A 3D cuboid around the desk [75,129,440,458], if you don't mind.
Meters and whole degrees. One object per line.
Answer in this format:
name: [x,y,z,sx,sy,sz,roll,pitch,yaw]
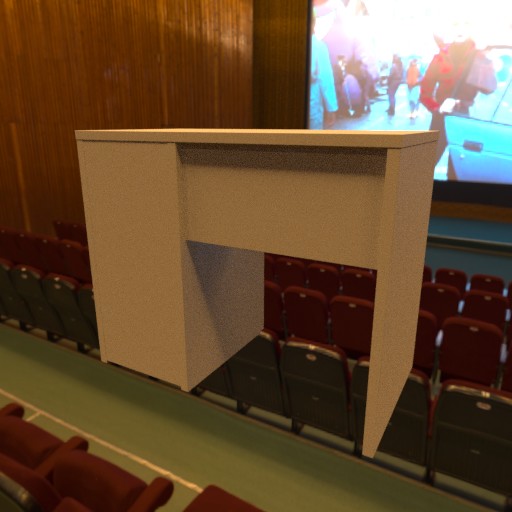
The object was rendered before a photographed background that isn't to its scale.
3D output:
desk: [0.000,0.000,1.340,0.898,0.730,0.482,9,19,28]
